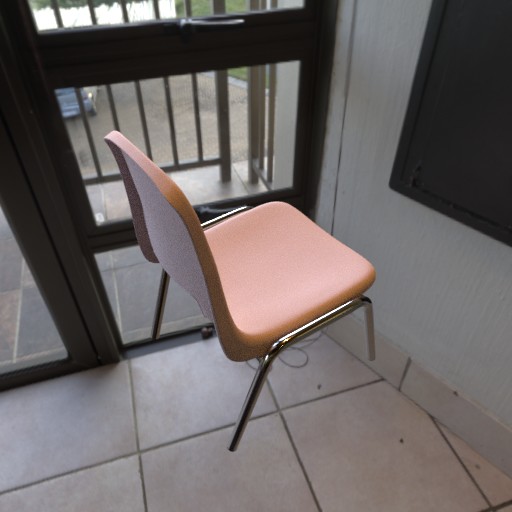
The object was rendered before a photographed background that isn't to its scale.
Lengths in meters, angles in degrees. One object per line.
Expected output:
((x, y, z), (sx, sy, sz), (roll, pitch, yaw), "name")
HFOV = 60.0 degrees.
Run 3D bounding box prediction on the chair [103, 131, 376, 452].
((0.000, 0.000, 0.796), (0.385, 0.536, 0.354), (-26, 47, -26), "chair")
